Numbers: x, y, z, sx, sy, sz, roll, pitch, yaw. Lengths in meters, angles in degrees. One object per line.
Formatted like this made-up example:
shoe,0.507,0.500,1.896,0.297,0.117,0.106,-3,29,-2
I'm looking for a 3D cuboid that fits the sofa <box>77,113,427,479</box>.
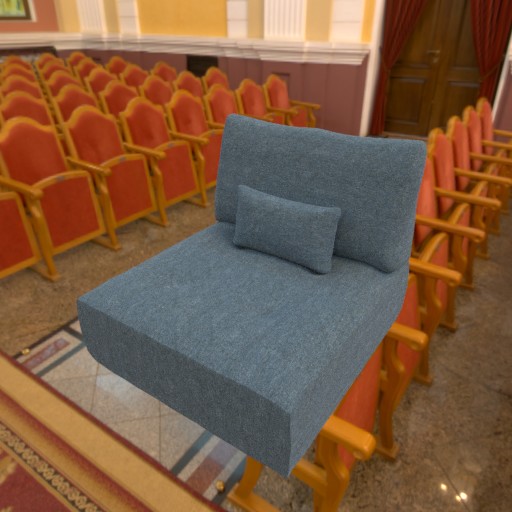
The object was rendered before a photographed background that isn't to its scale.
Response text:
sofa,0.000,0.000,1.697,0.930,0.820,1.000,19,34,30
